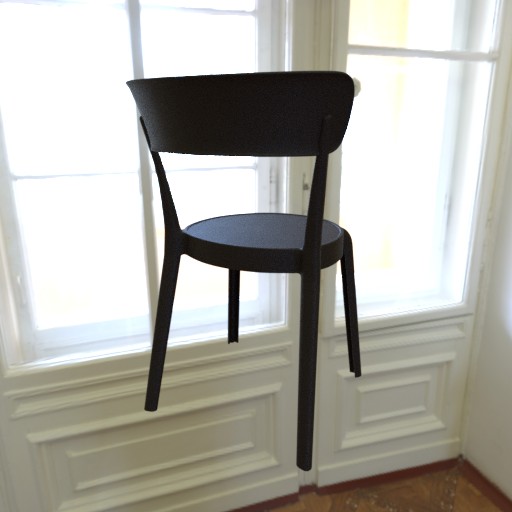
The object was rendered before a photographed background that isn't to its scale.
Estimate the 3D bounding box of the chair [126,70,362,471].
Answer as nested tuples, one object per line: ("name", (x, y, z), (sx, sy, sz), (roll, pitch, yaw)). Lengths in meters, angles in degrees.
("chair", (0.000, 0.000, 1.083), (0.506, 0.790, 0.491), (9, 19, 27))
